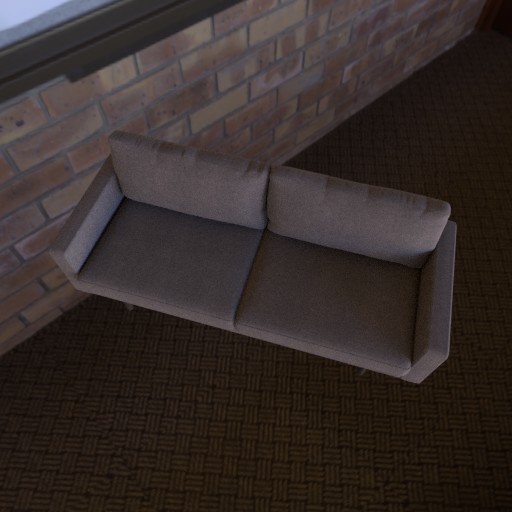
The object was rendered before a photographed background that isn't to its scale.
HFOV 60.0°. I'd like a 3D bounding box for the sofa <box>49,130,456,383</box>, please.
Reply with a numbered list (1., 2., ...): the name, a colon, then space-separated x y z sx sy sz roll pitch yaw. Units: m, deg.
1. sofa: 0.000 0.000 2.576 2.100 0.880 0.880 14 59 9
